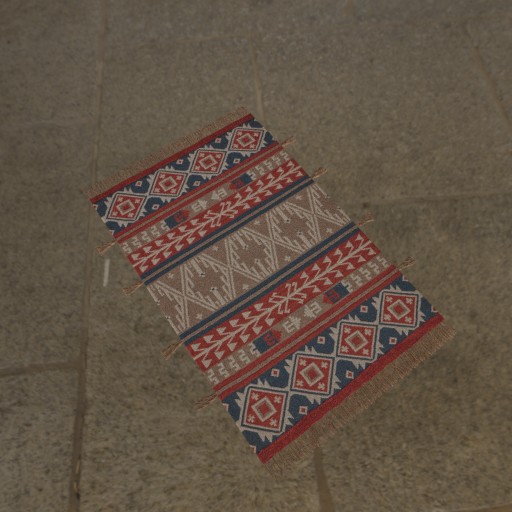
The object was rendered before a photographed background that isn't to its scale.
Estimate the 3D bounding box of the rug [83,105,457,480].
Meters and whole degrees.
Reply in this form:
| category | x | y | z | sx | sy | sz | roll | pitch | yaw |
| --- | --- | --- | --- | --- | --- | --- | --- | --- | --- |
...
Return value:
| category | x | y | z | sx | sy | sz | roll | pitch | yaw |
| --- | --- | --- | --- | --- | --- | --- | --- | --- | --- |
| rug | 0.000 | 0.000 | 3.112 | 1.778 | 0.048 | 2.450 | -33 | 68 | -15 |
